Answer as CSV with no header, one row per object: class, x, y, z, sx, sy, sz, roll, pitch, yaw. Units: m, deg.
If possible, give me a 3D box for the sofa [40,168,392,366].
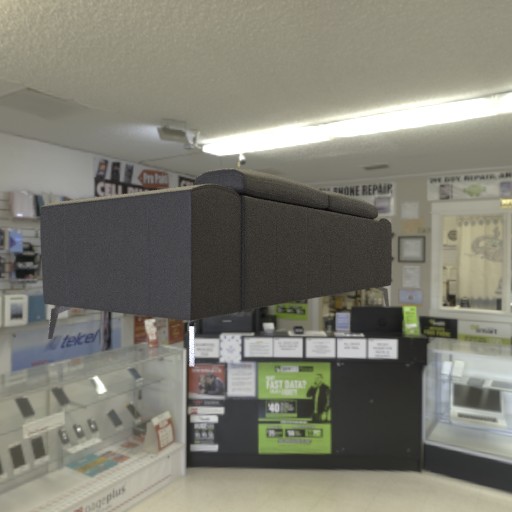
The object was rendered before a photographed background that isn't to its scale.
sofa,0.000,0.000,2.851,1.048,0.814,2.330,0,0,35
